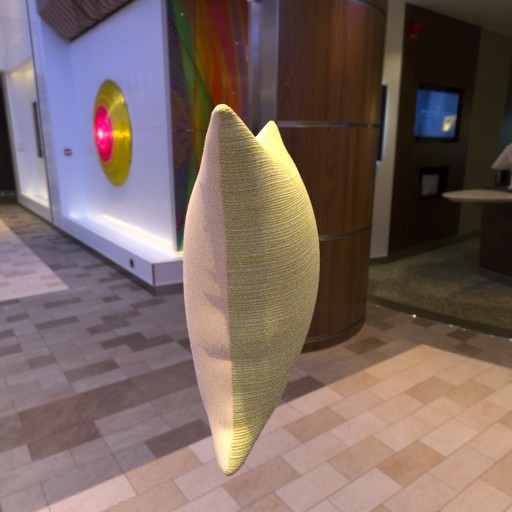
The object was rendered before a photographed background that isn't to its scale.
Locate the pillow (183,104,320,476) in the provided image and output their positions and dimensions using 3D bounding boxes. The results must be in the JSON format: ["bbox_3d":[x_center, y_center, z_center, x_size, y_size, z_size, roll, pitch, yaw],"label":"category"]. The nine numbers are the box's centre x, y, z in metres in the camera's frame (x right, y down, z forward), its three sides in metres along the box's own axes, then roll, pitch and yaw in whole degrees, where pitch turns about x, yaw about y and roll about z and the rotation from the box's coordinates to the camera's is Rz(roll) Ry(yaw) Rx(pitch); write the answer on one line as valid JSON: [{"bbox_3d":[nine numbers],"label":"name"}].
[{"bbox_3d":[0.000,0.000,0.801,0.229,0.487,0.560,2,15,8],"label":"pillow"}]
